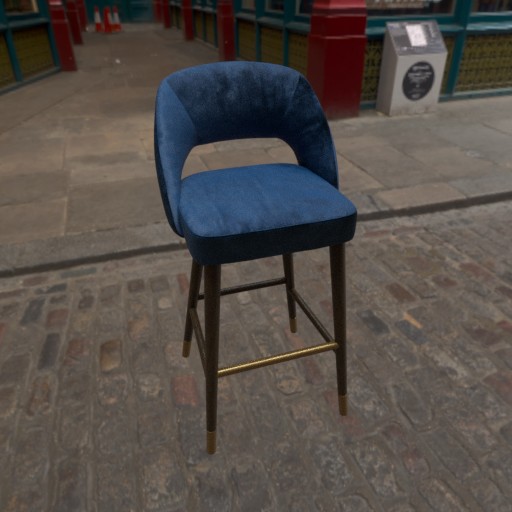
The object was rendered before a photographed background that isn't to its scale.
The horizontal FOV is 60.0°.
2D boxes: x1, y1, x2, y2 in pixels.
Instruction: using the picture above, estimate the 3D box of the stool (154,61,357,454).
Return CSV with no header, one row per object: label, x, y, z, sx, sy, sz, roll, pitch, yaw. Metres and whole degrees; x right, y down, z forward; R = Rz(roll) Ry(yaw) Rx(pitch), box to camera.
stool,0.000,0.000,1.329,0.514,1.016,0.515,-10,33,-15
